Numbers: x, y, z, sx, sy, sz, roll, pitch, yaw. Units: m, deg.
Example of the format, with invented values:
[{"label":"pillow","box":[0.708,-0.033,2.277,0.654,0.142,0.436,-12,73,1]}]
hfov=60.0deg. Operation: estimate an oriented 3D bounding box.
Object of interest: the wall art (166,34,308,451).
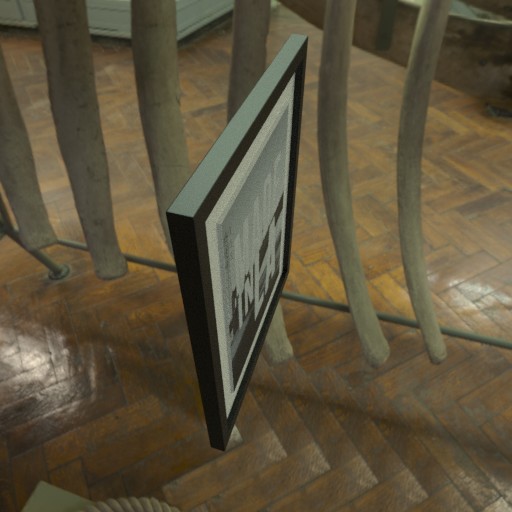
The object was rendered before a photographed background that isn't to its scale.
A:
[{"label":"wall art","box":[0.000,0.000,0.752,0.028,0.559,0.457,13,48,12]}]
